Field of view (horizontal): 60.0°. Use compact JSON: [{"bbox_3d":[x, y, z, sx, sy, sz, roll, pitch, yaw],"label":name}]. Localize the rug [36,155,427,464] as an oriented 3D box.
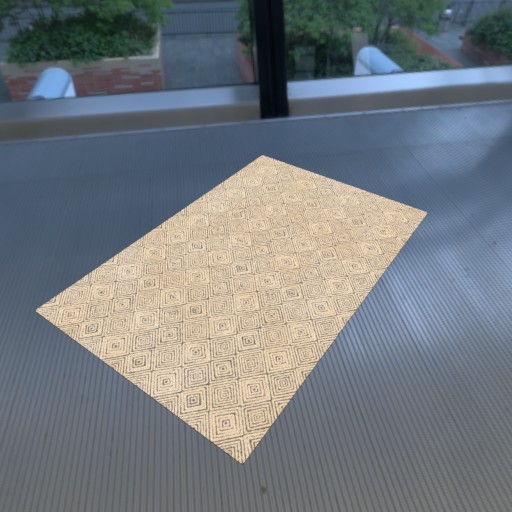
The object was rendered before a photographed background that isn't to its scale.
[{"bbox_3d":[0.000,0.000,2.290,1.175,0.008,1.783,25,47,26],"label":"rug"}]
